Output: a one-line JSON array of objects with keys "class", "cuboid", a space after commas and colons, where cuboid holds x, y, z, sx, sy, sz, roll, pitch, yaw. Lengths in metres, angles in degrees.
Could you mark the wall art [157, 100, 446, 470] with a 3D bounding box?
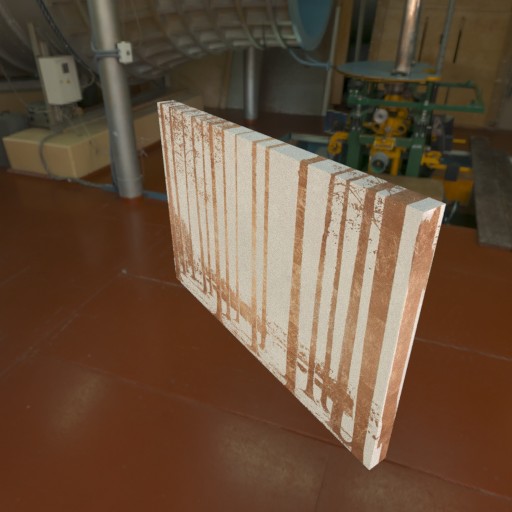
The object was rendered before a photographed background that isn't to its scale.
[{"class": "wall art", "cuboid": [0.000, 0.000, 0.752, 0.035, 0.405, 0.609, -20, 36, -30]}]
